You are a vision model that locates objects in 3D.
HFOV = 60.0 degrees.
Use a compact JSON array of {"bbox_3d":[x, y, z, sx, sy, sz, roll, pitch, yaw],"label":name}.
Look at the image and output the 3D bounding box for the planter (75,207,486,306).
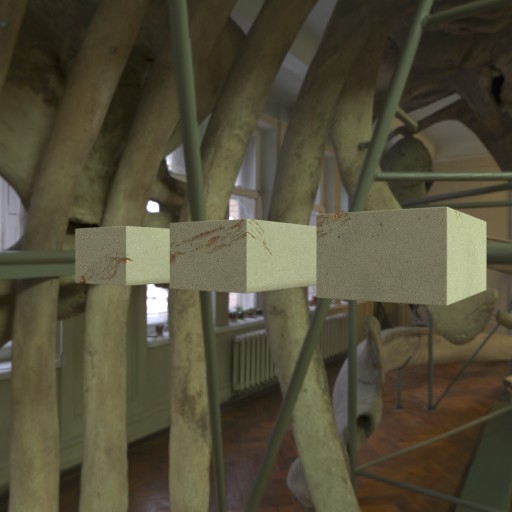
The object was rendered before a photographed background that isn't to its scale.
[{"bbox_3d":[0.000,0.000,0.377,0.333,0.051,0.127,0,0,36],"label":"planter"}]
